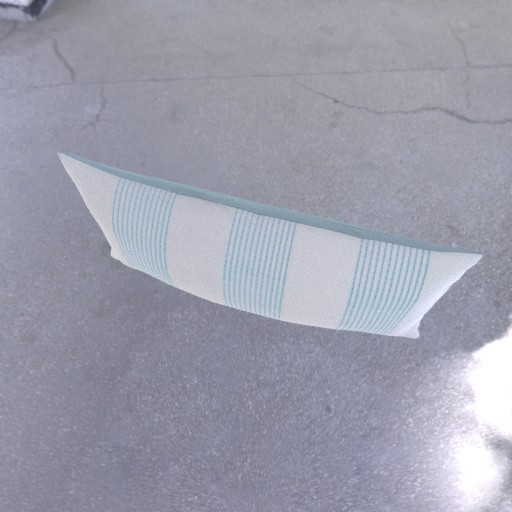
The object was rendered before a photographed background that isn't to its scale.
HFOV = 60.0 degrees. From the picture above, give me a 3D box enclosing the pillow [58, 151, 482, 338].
[{"bbox_3d":[0.000,0.000,0.724,0.610,0.287,0.151,14,60,9],"label":"pillow"}]
